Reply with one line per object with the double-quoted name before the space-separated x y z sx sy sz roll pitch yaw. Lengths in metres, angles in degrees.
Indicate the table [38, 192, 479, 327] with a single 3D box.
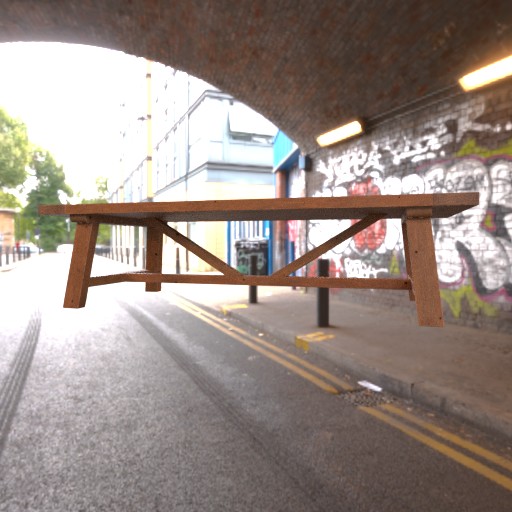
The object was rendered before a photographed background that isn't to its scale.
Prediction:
"table" 0.000 0.000 2.135 1.800 0.465 0.820 0 2 17
